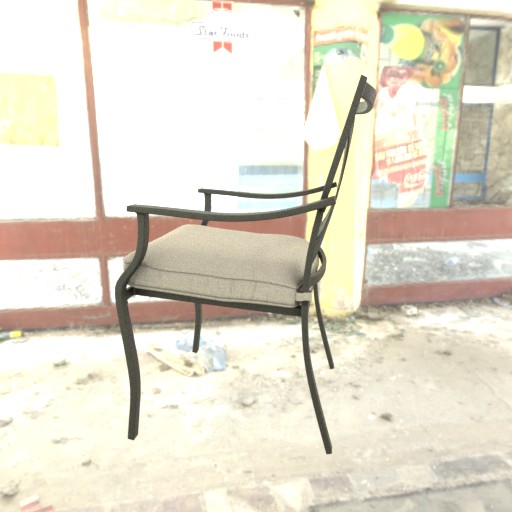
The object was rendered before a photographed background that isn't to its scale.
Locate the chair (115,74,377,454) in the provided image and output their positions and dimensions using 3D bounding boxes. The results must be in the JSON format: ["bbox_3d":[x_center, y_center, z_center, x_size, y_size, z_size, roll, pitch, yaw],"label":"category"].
[{"bbox_3d":[0.000,0.000,1.280,0.620,0.889,0.575,2,13,10],"label":"chair"}]
